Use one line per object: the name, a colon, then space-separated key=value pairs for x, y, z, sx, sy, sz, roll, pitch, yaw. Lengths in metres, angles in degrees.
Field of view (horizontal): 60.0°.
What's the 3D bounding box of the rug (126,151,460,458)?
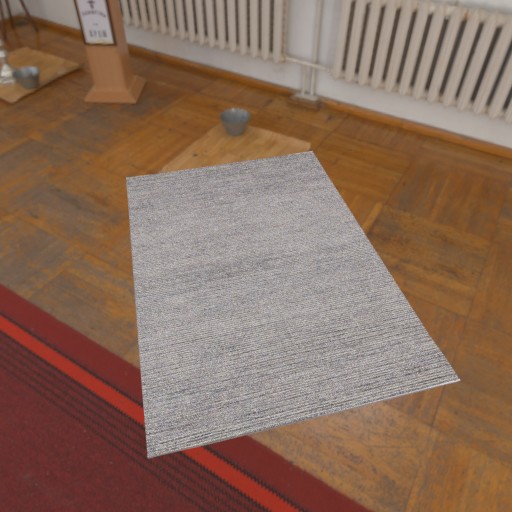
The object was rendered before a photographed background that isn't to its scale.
rug: x=0.000 y=0.000 z=2.943 sx=1.604 sy=0.030 sz=2.307 roll=-10 pitch=45 yaw=-10
